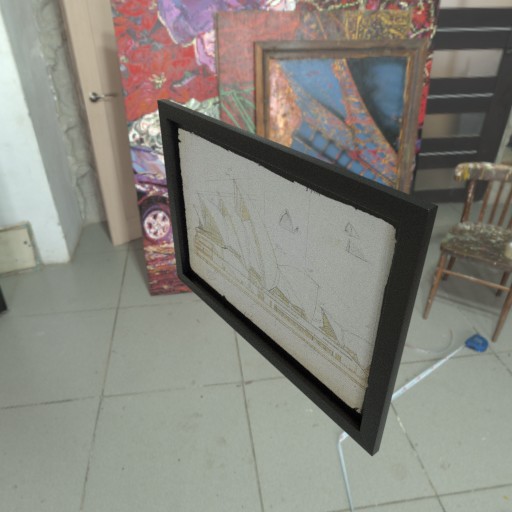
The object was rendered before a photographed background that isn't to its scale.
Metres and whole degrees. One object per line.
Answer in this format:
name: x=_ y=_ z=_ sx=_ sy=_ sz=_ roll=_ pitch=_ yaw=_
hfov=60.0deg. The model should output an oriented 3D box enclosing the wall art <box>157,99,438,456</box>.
wall art: x=0.000 y=0.000 z=0.564 sx=0.013 sy=0.306 sz=0.440 roll=-22 pitch=39 yaw=-31
